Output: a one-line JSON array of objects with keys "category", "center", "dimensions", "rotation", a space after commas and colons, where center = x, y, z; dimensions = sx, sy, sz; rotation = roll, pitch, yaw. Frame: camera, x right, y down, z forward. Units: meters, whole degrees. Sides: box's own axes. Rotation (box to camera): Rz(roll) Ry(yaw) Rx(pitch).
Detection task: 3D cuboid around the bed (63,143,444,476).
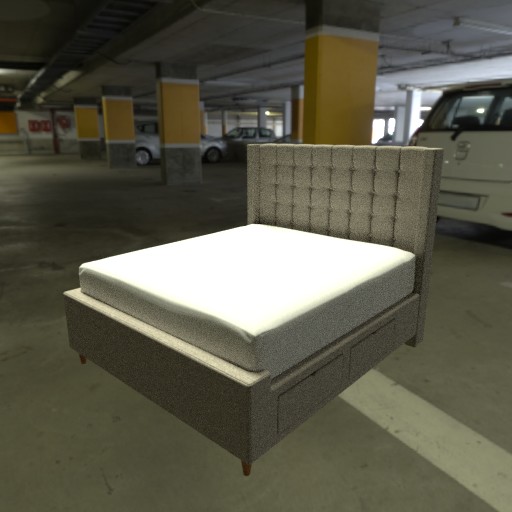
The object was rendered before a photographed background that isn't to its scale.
[{"category": "bed", "center": [0.000, 0.000, 3.677], "dimensions": [2.044, 1.748, 2.372], "rotation": [14, 20, 40]}]
